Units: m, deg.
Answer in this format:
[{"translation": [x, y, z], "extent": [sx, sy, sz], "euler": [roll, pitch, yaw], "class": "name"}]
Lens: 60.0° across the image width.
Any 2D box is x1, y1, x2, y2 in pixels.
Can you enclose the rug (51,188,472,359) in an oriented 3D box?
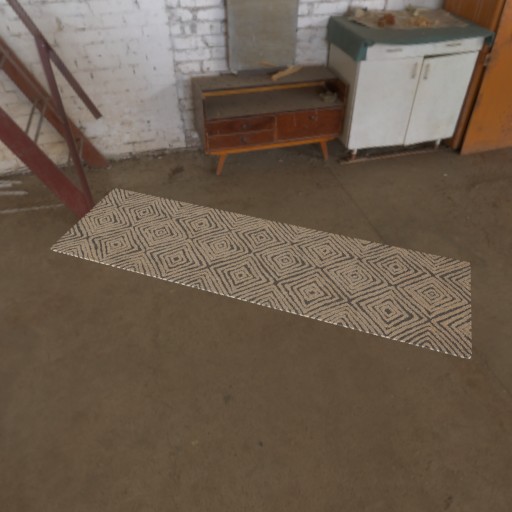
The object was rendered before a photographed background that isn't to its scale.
[{"translation": [0.000, 0.000, 2.500], "extent": [2.277, 0.008, 0.676], "euler": [13, 43, 14], "class": "rug"}]
